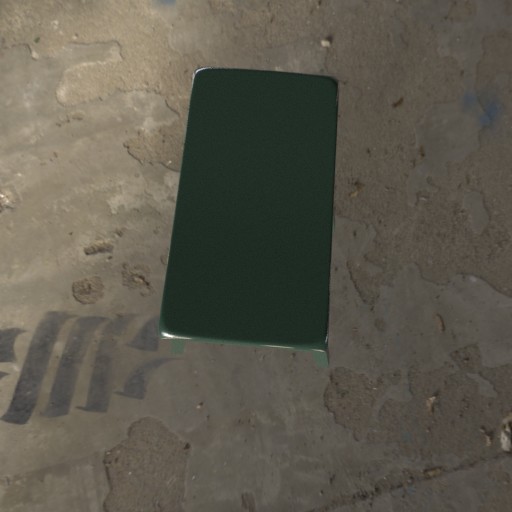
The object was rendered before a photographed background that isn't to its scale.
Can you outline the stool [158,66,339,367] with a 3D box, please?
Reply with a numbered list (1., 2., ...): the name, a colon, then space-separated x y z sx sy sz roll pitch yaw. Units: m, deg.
1. stool: 0.000 0.000 1.028 0.476 0.737 0.457 5 76 1
